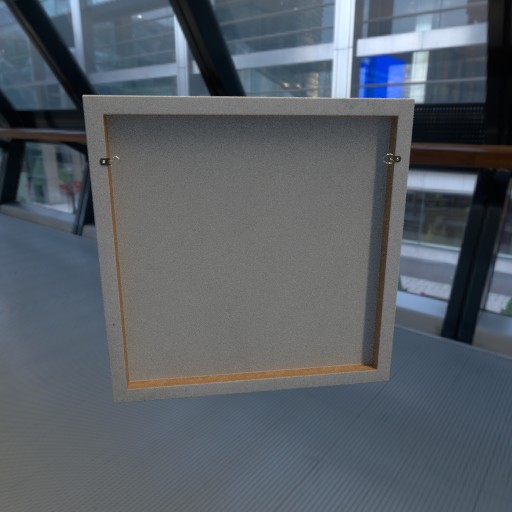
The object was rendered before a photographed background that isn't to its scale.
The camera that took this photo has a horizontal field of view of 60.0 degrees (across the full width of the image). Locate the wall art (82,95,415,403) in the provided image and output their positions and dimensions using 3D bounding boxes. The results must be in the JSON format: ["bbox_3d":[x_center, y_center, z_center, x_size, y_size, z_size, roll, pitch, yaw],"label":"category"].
[{"bbox_3d":[0.000,0.000,0.907,0.612,0.612,0.040,-2,16,-8],"label":"wall art"}]
